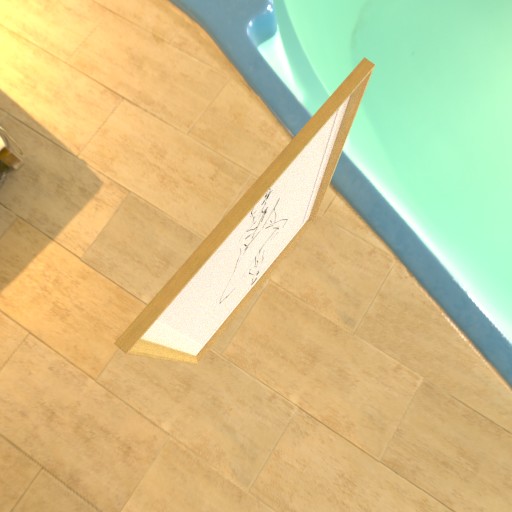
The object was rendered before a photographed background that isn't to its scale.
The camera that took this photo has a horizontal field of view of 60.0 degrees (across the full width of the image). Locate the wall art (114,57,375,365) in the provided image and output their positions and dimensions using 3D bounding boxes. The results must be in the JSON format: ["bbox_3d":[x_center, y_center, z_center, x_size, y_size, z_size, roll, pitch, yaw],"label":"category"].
[{"bbox_3d":[0.000,0.000,1.379,0.030,1.002,0.798,38,78,9],"label":"wall art"}]
